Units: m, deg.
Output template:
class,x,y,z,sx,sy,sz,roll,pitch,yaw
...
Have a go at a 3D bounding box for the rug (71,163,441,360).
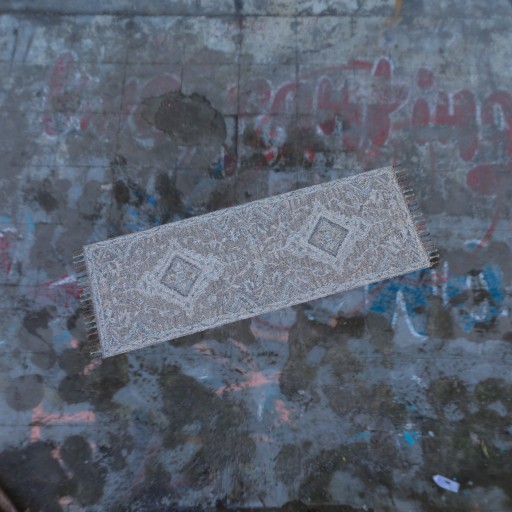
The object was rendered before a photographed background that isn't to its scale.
class,x,y,z,sx,sy,sz,roll,pitch,yaw
rug,0.000,0.000,2.847,2.378,0.018,1.324,0,75,0
